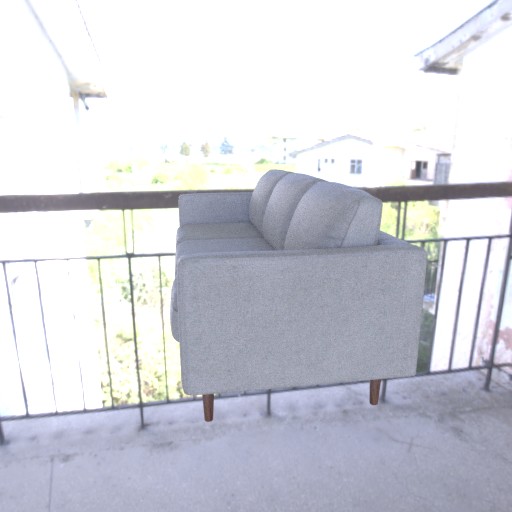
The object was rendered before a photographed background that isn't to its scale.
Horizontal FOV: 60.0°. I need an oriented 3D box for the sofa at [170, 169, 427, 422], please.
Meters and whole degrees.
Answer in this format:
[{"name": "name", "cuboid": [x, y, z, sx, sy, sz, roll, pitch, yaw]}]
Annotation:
[{"name": "sofa", "cuboid": [0.000, 0.000, 2.543, 0.944, 0.918, 1.983, -2, 15, -9]}]
